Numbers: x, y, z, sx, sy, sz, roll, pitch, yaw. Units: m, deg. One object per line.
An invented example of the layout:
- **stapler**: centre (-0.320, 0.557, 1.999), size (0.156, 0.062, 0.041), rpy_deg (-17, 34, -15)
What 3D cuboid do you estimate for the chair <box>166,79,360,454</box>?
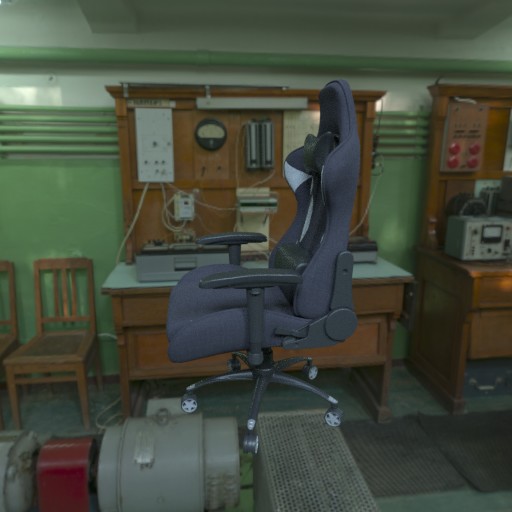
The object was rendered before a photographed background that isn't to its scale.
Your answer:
- **chair**: centre (0.000, 0.000, 1.731), size (0.695, 1.300, 0.730), rpy_deg (-2, 14, -8)
